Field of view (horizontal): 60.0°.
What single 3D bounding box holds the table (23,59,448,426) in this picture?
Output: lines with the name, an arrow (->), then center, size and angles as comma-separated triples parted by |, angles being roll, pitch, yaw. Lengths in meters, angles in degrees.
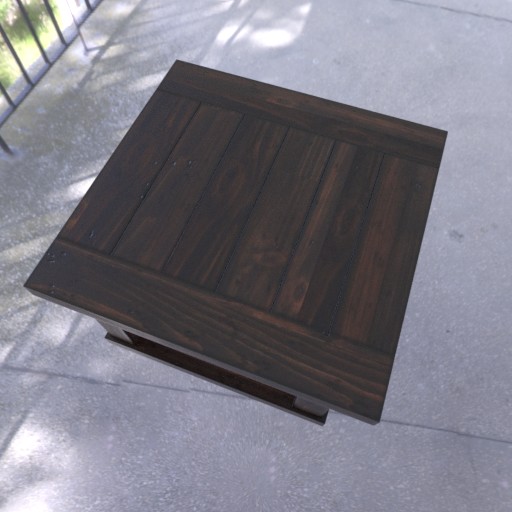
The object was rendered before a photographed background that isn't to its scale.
table -> 0.000, 0.000, 1.007 | 0.606, 0.437, 0.593 | 19, 64, 9
